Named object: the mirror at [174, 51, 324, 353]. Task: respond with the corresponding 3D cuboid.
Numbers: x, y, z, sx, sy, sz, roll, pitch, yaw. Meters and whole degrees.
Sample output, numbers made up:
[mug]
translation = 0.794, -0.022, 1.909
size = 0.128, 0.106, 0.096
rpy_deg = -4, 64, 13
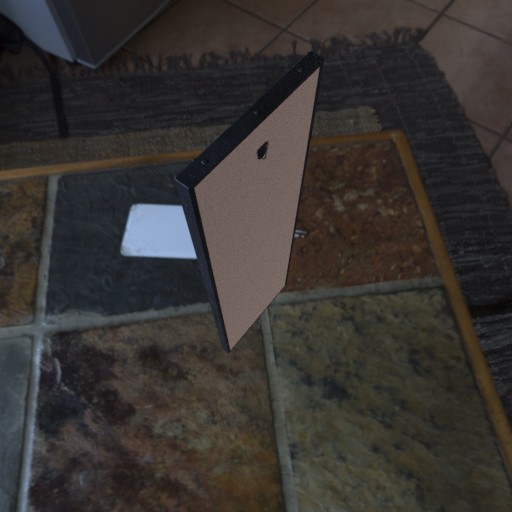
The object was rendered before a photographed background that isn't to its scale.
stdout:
[mirror]
translation = 0.000, 0.000, 1.203
size = 0.042, 1.080, 0.354
rpy_deg = 36, 70, 16
